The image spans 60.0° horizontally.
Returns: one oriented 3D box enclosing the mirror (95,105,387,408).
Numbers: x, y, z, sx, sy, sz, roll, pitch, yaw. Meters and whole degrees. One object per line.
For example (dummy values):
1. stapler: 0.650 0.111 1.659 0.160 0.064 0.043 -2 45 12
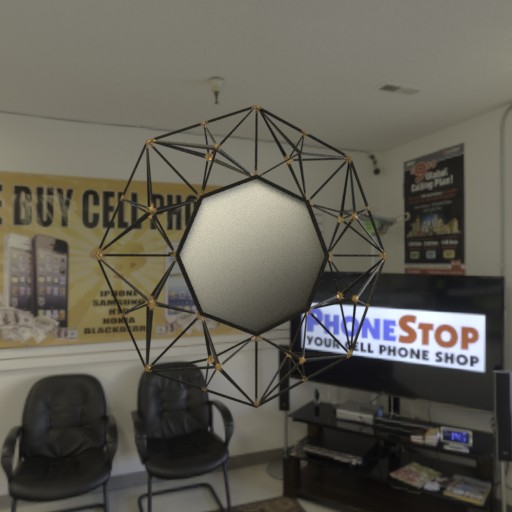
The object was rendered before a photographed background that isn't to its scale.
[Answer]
1. mirror: 0.000 0.000 1.042 0.710 0.710 0.094 0 -1 -18
